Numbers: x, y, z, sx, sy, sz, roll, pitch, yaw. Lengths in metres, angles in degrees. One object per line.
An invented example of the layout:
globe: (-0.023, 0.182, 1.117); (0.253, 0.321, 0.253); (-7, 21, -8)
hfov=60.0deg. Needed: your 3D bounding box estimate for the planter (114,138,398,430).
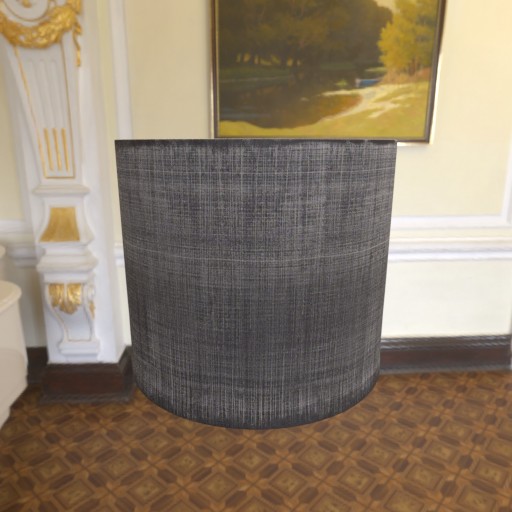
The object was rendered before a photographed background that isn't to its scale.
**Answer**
planter: (0.000, 0.000, 0.311); (0.178, 0.157, 0.178); (0, 14, 0)
